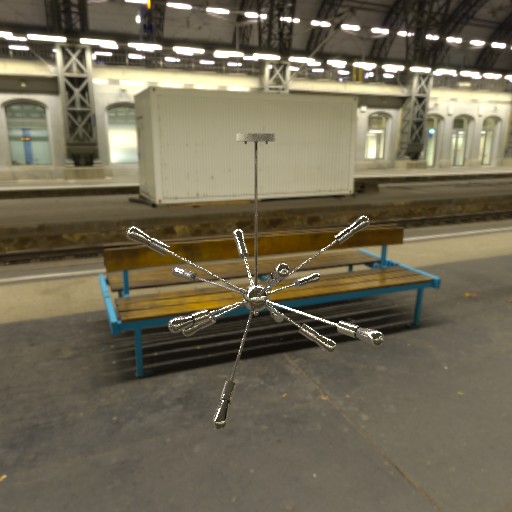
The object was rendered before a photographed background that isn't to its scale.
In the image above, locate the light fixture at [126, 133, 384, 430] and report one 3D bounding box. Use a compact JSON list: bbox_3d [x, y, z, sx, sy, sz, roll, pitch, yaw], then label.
[{"bbox_3d":[0.000,0.000,1.050,0.684,0.558,0.509,14,20,43],"label":"light fixture"}]
